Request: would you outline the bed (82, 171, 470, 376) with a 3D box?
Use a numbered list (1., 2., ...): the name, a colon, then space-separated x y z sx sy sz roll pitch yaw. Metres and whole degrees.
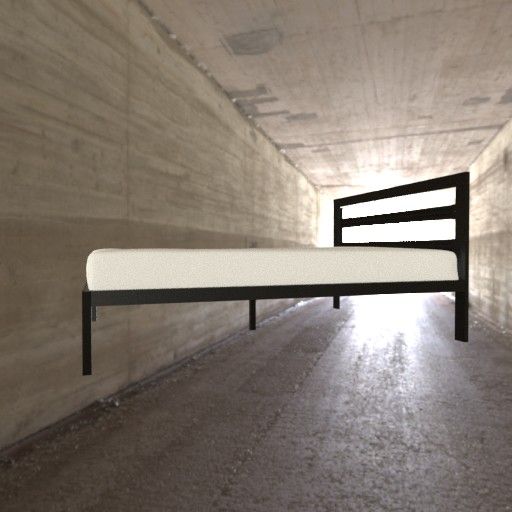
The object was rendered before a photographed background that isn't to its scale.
1. bed: 0.000 0.000 2.905 2.062 0.967 1.524 0 1 -19
